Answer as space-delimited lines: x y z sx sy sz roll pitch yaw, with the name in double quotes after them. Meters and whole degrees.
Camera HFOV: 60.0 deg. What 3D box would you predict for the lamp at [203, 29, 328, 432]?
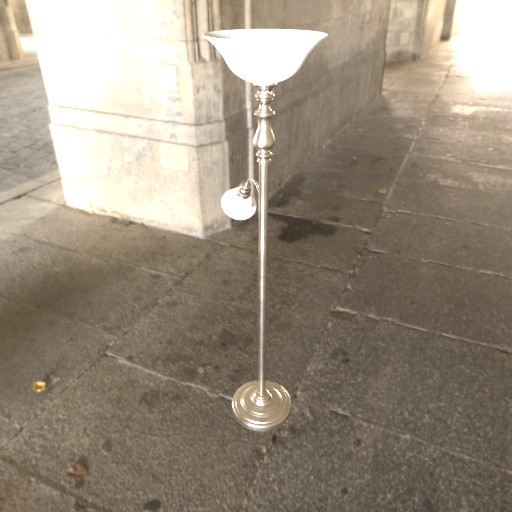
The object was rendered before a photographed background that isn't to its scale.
0.000 0.000 1.973 0.405 1.785 0.575 -11 33 -18 "lamp"
